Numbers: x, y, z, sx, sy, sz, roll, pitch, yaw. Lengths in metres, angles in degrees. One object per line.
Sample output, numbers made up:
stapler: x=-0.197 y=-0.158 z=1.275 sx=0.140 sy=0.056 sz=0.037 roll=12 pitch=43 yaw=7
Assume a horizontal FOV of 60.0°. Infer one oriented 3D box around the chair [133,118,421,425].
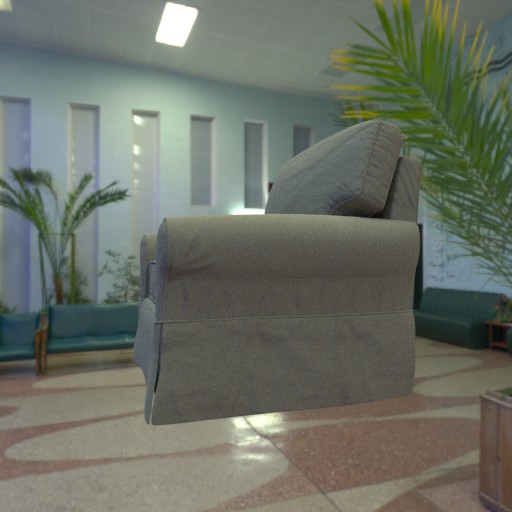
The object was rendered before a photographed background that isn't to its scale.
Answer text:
chair: x=0.000 y=0.000 z=1.913 sx=0.988 sy=1.017 sz=1.135 roll=0 pitch=0 yaw=-18
